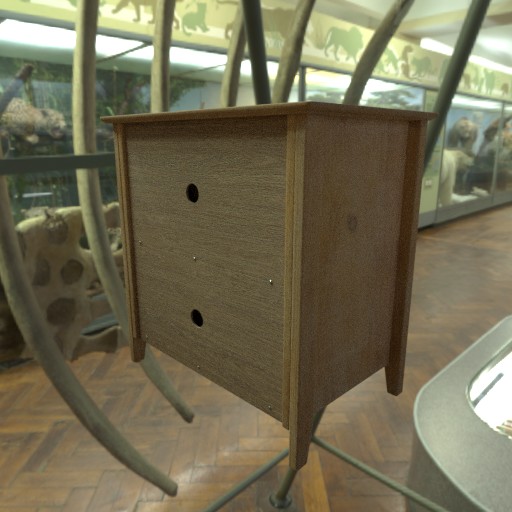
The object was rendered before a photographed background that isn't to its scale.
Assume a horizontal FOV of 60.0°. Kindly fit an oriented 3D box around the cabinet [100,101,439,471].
[{"bbox_3d":[0.000,0.000,1.257,0.503,0.762,0.763,-14,20,-43],"label":"cabinet"}]
